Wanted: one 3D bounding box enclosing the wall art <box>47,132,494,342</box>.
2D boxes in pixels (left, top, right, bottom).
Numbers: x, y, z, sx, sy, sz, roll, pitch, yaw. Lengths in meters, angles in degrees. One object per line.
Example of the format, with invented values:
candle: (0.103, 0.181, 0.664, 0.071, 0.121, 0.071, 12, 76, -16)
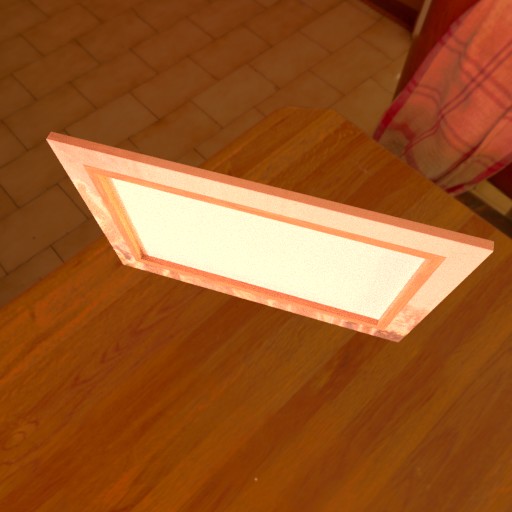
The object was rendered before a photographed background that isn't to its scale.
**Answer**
wall art: (0.000, 0.000, 1.910, 1.525, 1.012, 0.038, 15, 64, 7)
